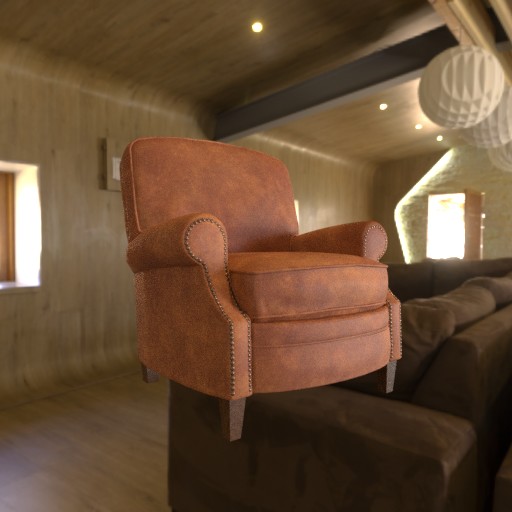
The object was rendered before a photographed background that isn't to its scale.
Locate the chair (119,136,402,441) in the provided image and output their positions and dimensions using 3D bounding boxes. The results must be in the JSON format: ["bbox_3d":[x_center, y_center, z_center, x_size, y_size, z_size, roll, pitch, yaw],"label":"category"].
[{"bbox_3d":[0.000,0.000,1.752,0.936,1.018,0.986,-1,2,-36],"label":"chair"}]
